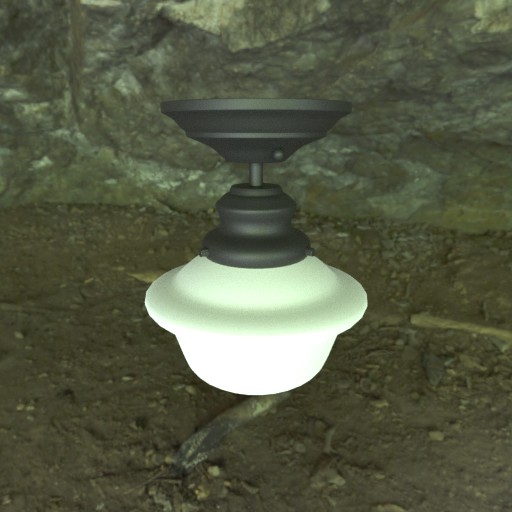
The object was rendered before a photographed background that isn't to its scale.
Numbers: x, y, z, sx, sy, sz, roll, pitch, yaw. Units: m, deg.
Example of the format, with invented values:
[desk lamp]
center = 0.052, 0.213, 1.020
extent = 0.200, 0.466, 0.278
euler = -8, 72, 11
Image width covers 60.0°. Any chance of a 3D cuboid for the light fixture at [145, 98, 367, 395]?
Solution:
[light fixture]
center = 0.000, 0.000, 0.391
extent = 0.197, 0.254, 0.197
euler = 0, 16, 0
